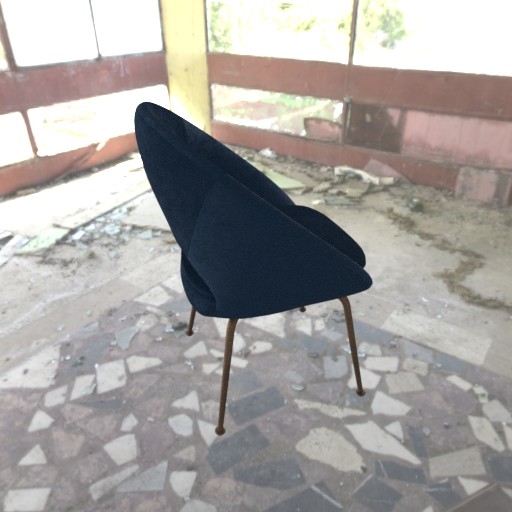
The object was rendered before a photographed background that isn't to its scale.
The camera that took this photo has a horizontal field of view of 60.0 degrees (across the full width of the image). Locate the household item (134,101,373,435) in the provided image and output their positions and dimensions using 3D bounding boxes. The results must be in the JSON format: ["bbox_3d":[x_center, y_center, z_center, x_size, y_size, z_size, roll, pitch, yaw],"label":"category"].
[{"bbox_3d":[0.000,0.000,1.264,0.573,0.852,0.623,-9,31,-16],"label":"household item"}]
